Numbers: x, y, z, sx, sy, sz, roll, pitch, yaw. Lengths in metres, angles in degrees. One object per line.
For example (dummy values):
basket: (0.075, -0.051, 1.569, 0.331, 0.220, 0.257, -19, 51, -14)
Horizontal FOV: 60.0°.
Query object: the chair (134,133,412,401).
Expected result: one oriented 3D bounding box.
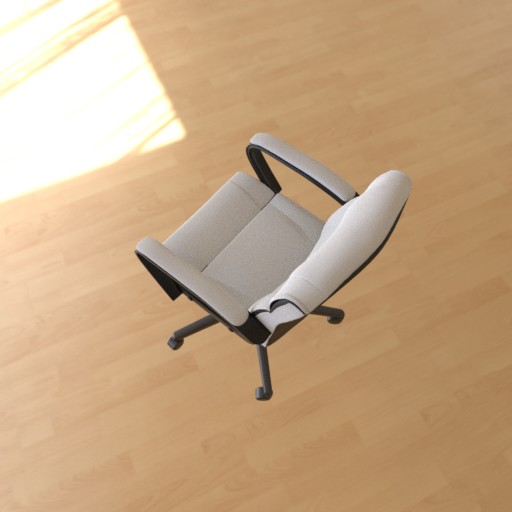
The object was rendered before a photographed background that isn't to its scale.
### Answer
chair: (0.000, 0.000, 1.501, 0.717, 1.004, 0.739, 37, 69, 17)
